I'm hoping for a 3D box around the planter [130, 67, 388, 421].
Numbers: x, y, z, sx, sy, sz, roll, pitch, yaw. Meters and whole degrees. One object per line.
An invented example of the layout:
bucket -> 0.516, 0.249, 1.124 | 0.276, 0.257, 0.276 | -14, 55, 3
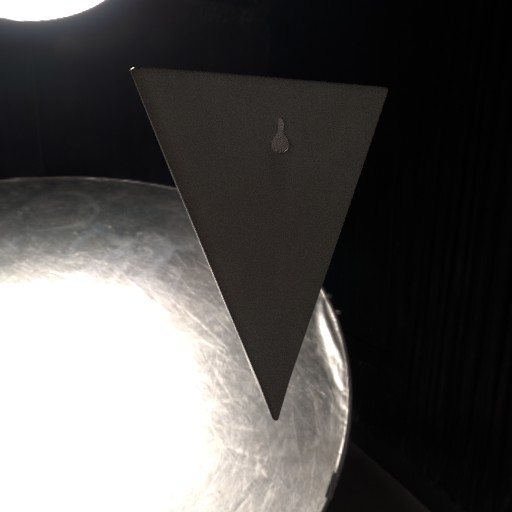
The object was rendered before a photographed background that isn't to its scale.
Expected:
planter -> 0.000, 0.000, 0.272 | 0.150, 0.197, 0.060 | -7, 15, -27
